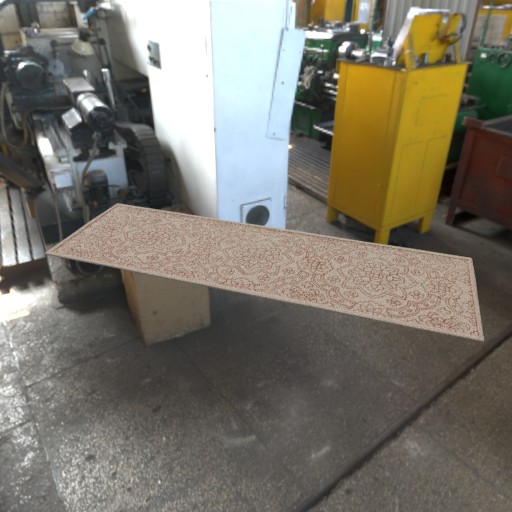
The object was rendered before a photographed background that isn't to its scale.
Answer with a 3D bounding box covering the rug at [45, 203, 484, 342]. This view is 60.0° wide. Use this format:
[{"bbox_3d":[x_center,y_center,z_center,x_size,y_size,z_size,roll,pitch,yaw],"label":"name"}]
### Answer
[{"bbox_3d":[0.000,0.000,2.653,2.448,0.012,0.769,10,33,16],"label":"rug"}]
